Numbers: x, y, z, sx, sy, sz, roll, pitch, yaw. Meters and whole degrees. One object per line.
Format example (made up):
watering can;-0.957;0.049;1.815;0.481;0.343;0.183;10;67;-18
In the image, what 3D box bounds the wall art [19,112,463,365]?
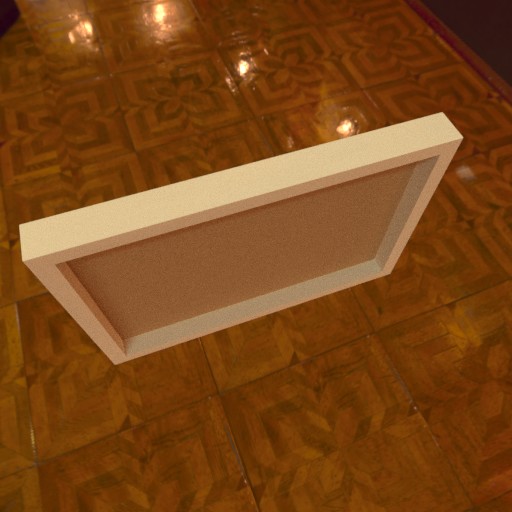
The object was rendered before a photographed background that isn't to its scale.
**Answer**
wall art;0.000;0.000;0.482;0.384;0.254;0.039;-17;60;-10
